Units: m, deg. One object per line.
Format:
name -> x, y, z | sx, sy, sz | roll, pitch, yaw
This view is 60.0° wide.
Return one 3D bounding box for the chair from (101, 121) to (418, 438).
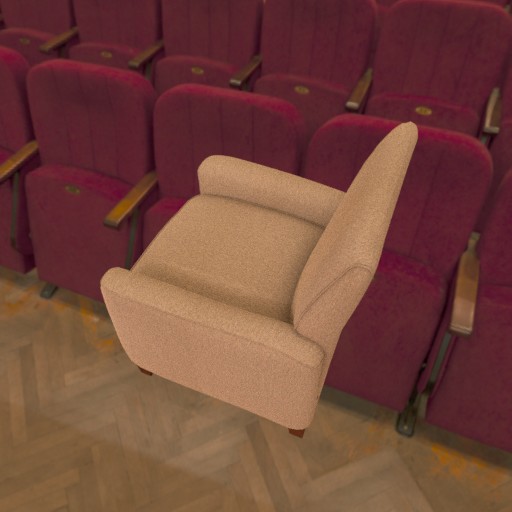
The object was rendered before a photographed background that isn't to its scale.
chair -> 0.000, 0.000, 1.648 | 0.864, 1.014, 0.848 | 17, 49, 16
